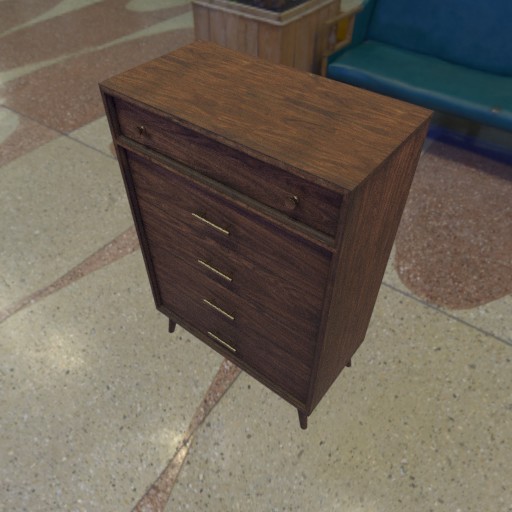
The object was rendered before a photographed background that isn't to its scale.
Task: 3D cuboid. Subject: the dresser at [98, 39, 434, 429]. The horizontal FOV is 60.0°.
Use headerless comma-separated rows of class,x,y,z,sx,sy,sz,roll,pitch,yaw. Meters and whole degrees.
dresser,0.000,0.000,1.827,0.919,1.365,0.498,29,52,26
